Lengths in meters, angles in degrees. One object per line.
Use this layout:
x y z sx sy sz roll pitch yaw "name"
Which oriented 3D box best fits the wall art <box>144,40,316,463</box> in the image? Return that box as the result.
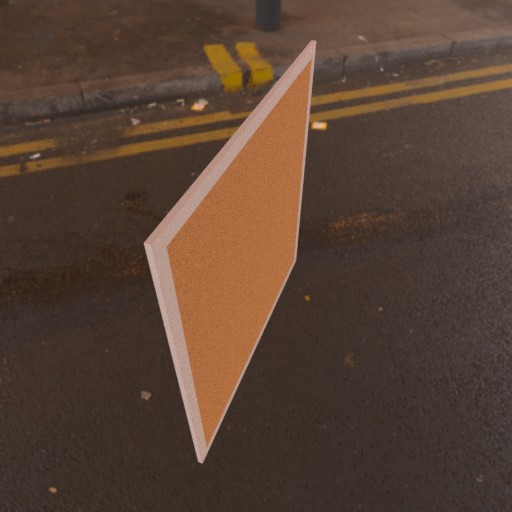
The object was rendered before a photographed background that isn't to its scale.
0.000 0.000 1.164 0.013 0.813 0.812 16 47 15 "wall art"
